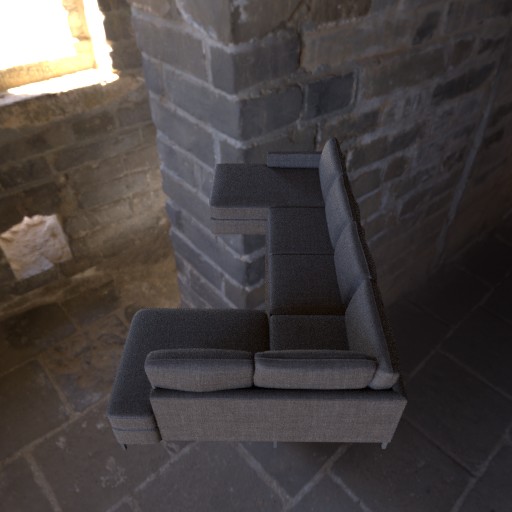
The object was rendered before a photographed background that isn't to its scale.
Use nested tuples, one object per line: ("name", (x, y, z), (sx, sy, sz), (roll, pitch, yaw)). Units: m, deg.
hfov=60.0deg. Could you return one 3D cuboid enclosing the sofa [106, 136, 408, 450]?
("sofa", (0.000, 0.000, 4.320), (2.048, 0.999, 3.423), (0, 42, 0))
